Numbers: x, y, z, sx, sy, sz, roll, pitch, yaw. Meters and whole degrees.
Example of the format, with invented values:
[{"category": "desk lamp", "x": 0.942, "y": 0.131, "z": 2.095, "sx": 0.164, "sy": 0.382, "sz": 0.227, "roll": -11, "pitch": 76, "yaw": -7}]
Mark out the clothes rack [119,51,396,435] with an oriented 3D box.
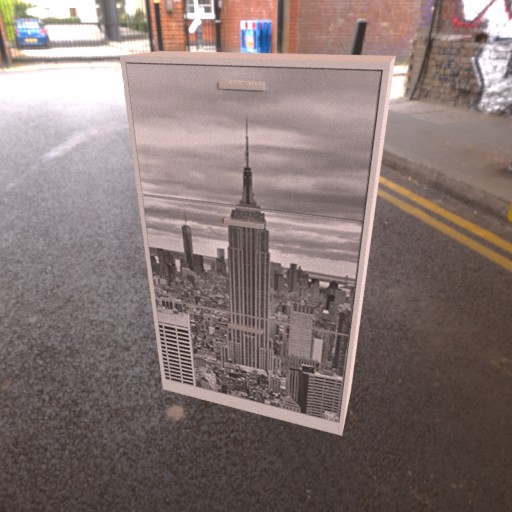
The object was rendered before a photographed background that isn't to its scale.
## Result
[{"category": "clothes rack", "x": 0.000, "y": 0.000, "z": 1.552, "sx": 0.750, "sy": 1.280, "sz": 0.250, "roll": 9, "pitch": 29, "yaw": 16}]
